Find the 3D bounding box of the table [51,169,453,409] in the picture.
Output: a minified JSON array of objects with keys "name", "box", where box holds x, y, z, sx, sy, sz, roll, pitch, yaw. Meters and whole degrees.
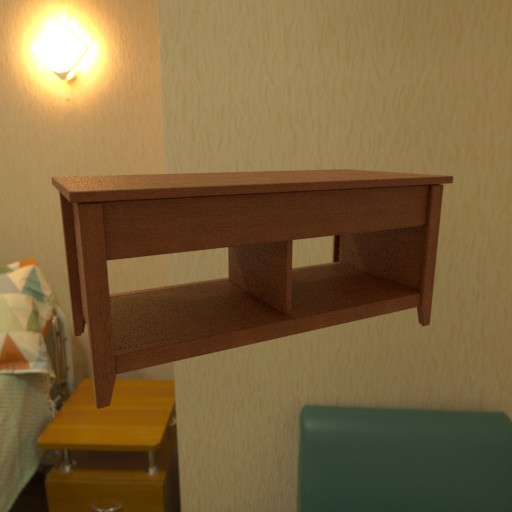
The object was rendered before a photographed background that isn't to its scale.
[{"name":"table","box":[0.000,0.000,1.292,1.016,0.457,0.483,-7,15,-27]}]
